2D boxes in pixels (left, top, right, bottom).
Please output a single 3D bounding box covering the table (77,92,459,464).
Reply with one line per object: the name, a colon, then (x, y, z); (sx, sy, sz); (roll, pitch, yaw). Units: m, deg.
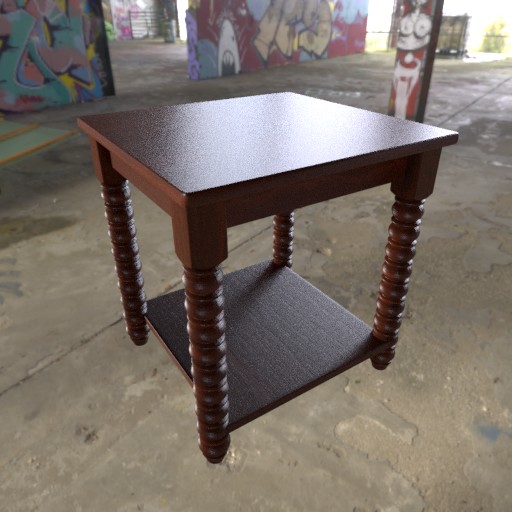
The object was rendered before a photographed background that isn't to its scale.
table: (0.000, 0.000, 0.968); (0.533, 0.567, 0.500); (-18, 34, -29)
